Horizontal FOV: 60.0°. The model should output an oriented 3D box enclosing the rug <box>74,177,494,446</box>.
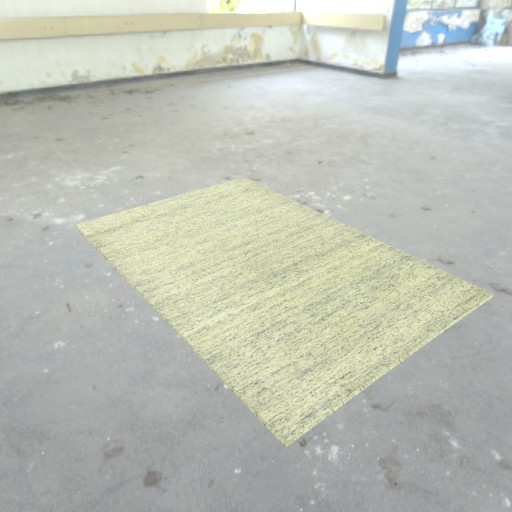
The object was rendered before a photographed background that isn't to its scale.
[{"bbox_3d":[0.000,0.000,2.260,1.243,0.014,1.846,-22,37,-32],"label":"rug"}]
